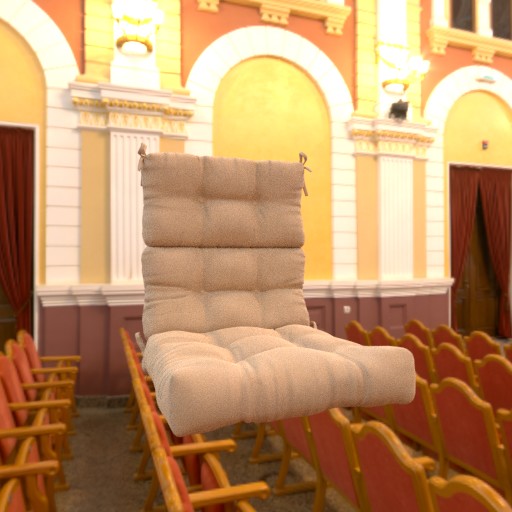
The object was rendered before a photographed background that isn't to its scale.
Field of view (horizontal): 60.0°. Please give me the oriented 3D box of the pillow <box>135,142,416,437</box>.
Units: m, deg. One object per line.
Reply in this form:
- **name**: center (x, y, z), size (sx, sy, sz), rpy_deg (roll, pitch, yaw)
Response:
- **pillow**: center (0.000, 0.000, 1.029), size (0.519, 0.605, 0.571), rpy_deg (0, 0, -19)
